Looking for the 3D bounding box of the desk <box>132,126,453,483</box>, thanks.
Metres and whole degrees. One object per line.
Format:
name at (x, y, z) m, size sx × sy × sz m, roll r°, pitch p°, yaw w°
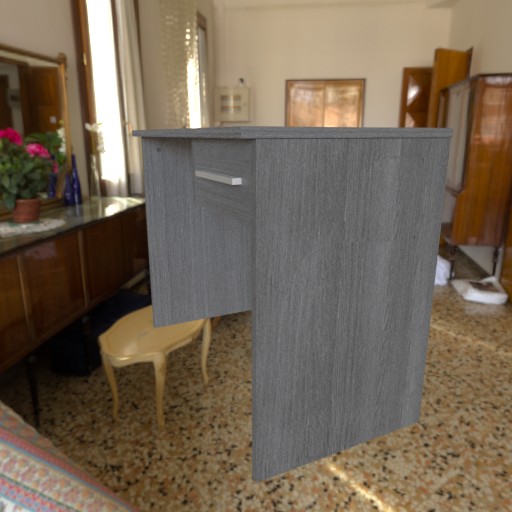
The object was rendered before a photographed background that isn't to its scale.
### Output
desk at (0.000, 0.000, 1.320) m, size 0.498 × 0.724 × 0.893 m, roll -7°, pitch 17°, yaw -25°
